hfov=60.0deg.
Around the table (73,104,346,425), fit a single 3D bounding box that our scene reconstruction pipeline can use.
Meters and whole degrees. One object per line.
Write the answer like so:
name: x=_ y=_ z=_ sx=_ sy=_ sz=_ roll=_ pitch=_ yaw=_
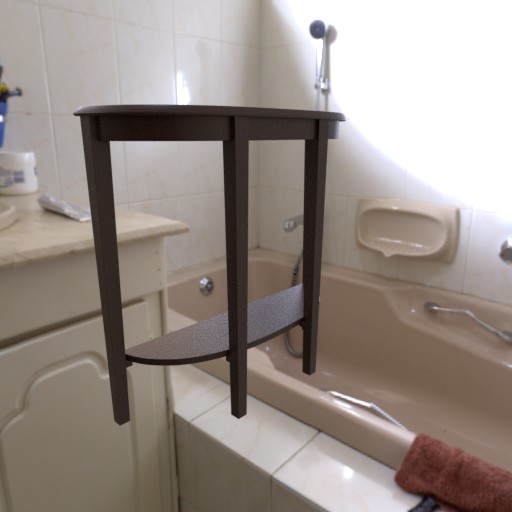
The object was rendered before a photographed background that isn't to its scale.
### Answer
table: x=0.000 y=0.000 z=1.334 sx=0.274 sy=0.831 sz=0.909 roll=15 pitch=21 yaw=42
